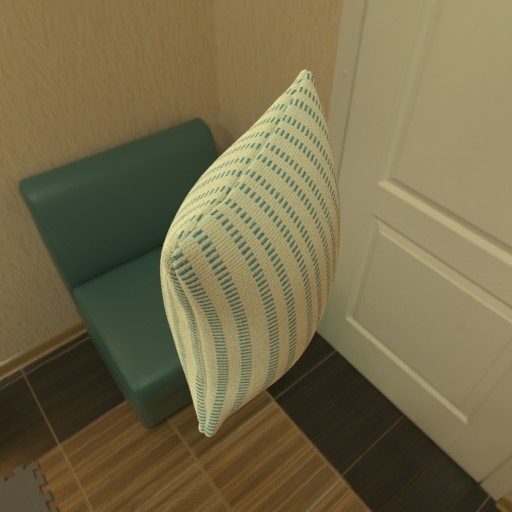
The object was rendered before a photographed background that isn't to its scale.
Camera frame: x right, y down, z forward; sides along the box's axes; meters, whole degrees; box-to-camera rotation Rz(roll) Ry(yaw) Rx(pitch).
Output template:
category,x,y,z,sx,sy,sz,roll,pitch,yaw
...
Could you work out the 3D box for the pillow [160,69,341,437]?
category,x,y,z,sx,sy,sz,roll,pitch,yaw
pillow,0.000,0.000,0.696,0.247,0.419,0.438,16,49,15
